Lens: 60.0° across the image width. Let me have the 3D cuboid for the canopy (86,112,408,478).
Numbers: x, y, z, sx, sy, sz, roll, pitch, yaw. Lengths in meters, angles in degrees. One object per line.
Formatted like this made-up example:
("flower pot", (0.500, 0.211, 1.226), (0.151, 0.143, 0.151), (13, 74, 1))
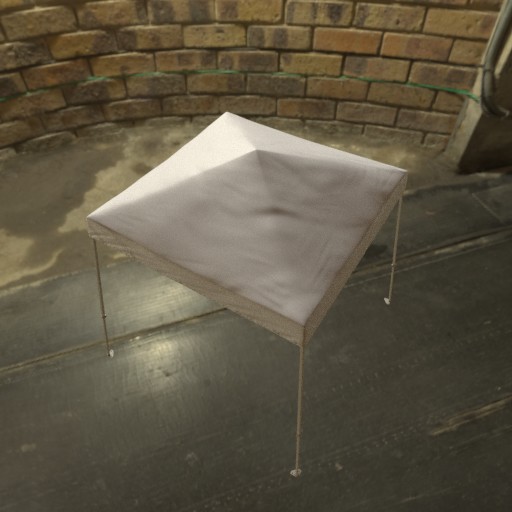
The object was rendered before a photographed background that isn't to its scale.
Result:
("canopy", (0.000, 0.000, 6.452), (3.600, 3.600, 3.599), (25, 51, 21))
